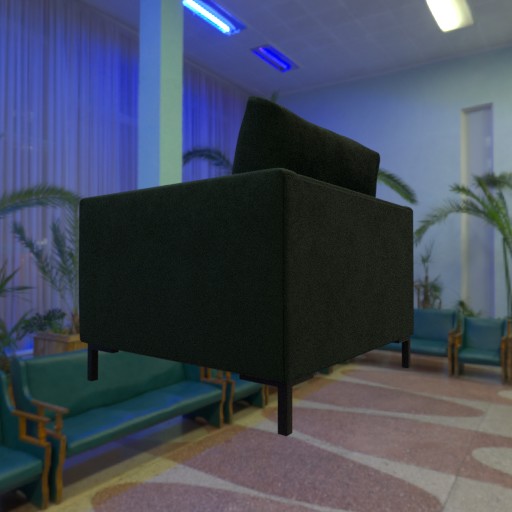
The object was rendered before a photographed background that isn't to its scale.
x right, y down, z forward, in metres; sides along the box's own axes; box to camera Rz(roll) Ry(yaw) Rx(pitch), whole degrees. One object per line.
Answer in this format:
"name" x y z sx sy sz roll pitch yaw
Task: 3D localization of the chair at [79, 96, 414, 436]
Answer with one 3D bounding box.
"chair" 0.000 0.000 1.635 0.866 0.861 0.963 -1 -1 37
